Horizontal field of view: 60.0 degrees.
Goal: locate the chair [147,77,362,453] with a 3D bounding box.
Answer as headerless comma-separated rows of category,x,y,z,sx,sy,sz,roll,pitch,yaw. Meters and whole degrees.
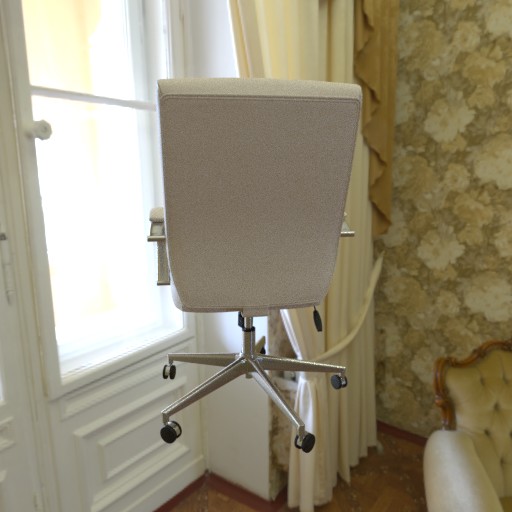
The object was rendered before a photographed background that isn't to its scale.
chair,0.000,0.000,1.584,0.727,1.099,0.745,-2,12,-8
